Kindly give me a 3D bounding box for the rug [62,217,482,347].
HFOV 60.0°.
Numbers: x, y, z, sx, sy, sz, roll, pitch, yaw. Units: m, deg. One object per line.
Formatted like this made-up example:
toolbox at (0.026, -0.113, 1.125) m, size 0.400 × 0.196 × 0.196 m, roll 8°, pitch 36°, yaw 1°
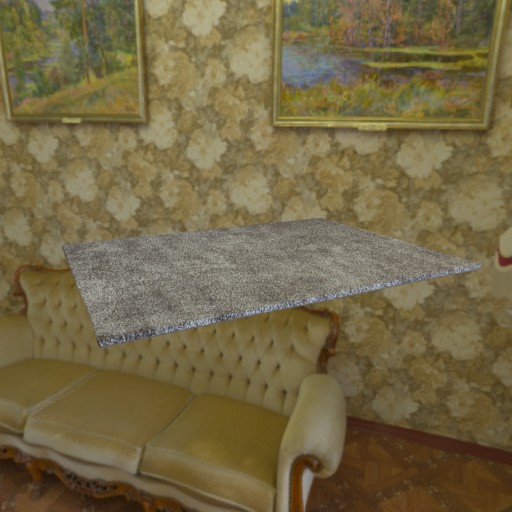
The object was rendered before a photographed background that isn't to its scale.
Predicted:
rug at (0.000, 0.000, 2.090) m, size 1.601 × 0.025 × 1.198 m, roll -8°, pitch 18°, yaw -26°
